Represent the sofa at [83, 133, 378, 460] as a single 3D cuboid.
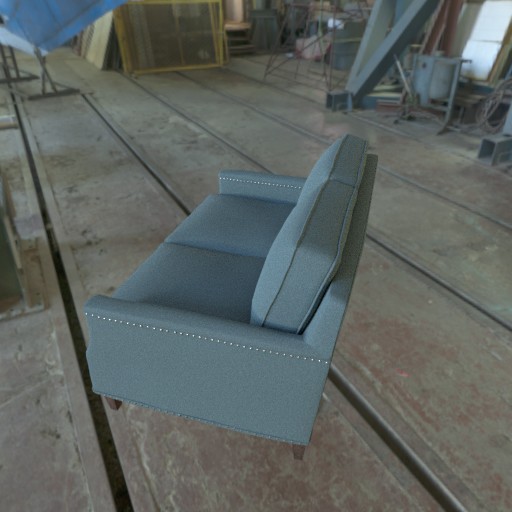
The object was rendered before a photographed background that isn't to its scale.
[{"bbox_3d":[0.000,0.000,2.319,1.084,1.003,1.597,9,33,14],"label":"sofa"}]
